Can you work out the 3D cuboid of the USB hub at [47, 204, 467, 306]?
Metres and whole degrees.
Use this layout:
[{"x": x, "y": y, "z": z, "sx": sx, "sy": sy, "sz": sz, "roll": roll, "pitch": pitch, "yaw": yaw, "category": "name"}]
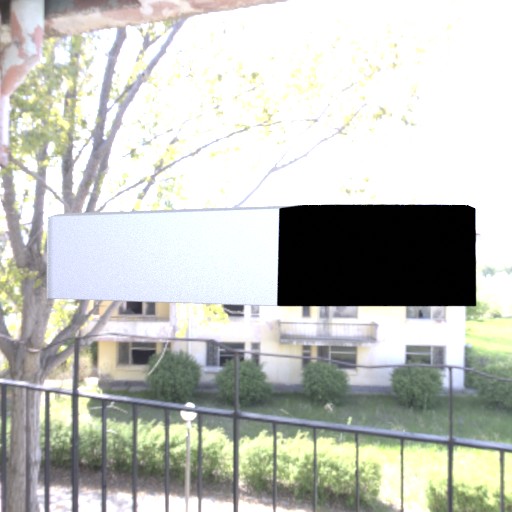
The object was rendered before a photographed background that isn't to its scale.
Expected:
[{"x": 0.000, "y": 0.000, "z": 0.125, "sx": 0.110, "sy": 0.023, "sz": 0.044, "roll": 0, "pitch": 0, "yaw": 18, "category": "USB hub"}]
